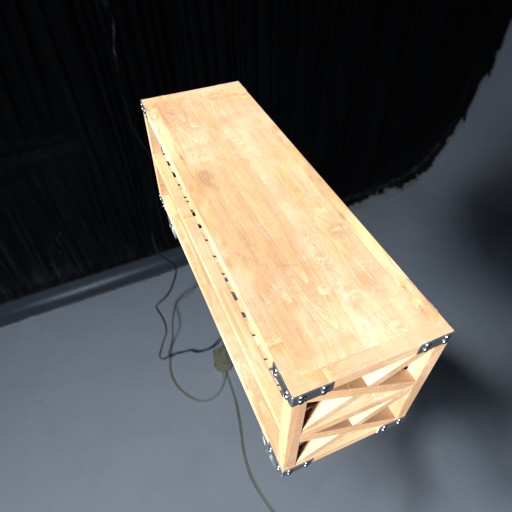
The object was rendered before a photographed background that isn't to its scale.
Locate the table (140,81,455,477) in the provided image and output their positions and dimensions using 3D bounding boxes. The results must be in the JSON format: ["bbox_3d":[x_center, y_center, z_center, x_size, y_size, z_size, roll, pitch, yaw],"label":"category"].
[{"bbox_3d":[0.000,0.000,1.767,0.467,0.711,1.487,-17,49,-16],"label":"table"}]
